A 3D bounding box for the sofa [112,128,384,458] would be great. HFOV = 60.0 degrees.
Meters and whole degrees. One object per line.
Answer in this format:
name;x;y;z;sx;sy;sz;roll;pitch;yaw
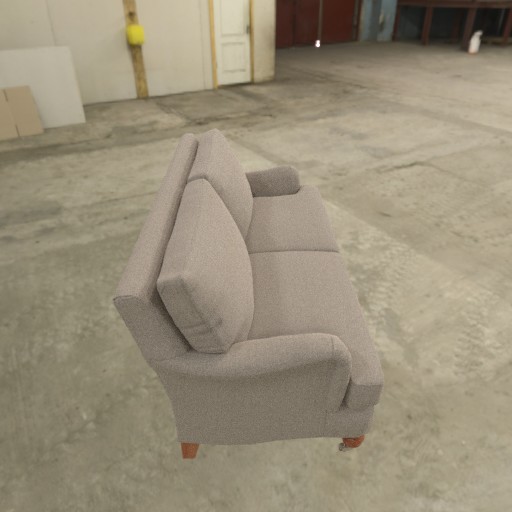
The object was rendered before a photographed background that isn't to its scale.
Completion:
sofa;0.000;0.000;2.726;1.087;1.054;2.160;-1;31;-1
